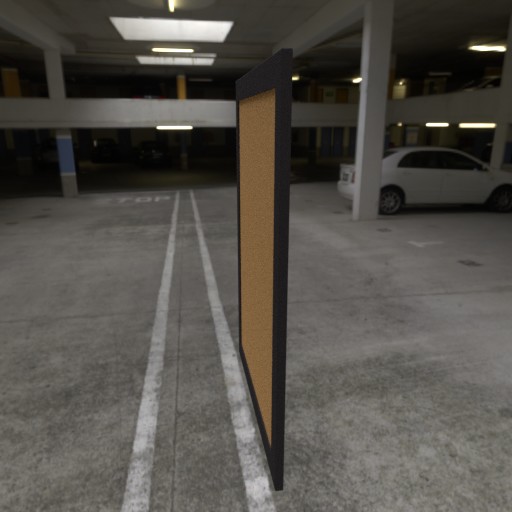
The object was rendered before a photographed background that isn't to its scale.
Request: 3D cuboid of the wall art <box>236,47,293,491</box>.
[{"bbox_3d":[0.000,0.000,0.678,0.012,0.529,0.374,-3,17,-9],"label":"wall art"}]
